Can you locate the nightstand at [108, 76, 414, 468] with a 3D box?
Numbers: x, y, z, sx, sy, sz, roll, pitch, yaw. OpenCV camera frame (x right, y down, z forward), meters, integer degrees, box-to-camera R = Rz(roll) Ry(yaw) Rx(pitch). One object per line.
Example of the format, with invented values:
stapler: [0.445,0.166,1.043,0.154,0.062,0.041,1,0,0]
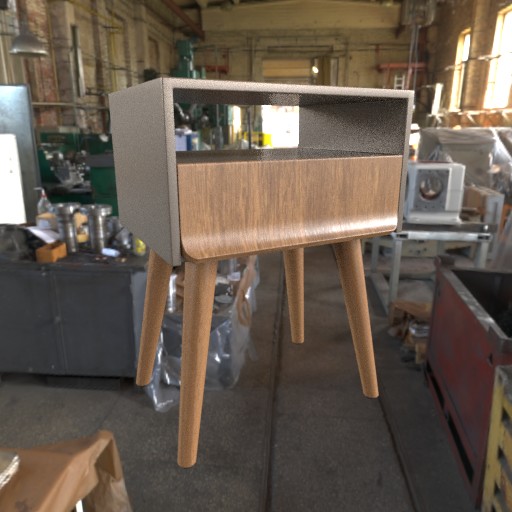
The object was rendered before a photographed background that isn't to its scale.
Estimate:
nightstand: [0.000,0.000,0.729,0.370,0.508,0.288,-9,18,-27]
